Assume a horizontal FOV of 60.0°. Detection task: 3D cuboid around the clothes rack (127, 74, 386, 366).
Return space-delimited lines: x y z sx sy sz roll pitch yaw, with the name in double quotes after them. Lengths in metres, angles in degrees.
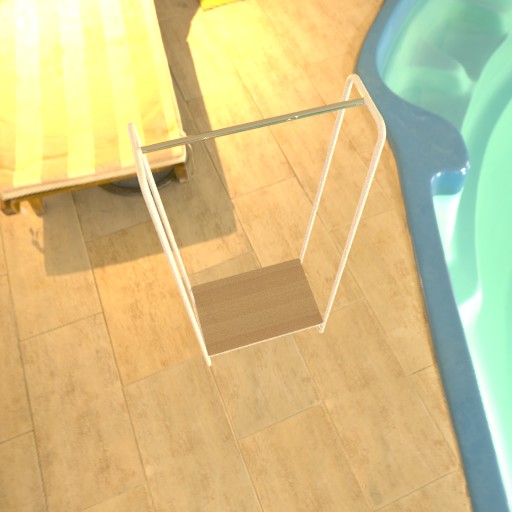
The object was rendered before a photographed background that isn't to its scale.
0.000 0.000 1.797 0.640 1.500 0.400 -15 64 -7 "clothes rack"
